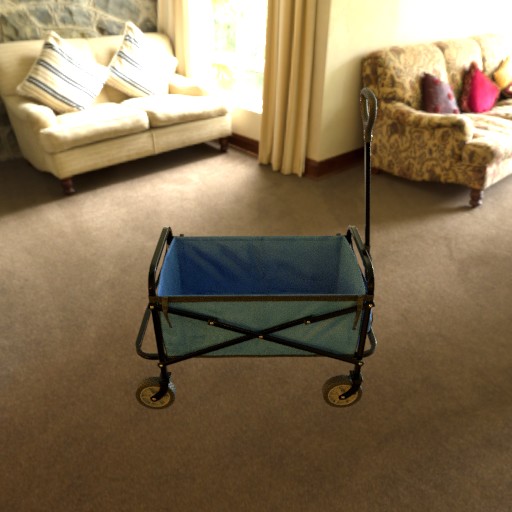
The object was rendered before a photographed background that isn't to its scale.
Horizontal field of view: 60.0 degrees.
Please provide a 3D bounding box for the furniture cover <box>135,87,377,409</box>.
[{"bbox_3d":[0.000,0.000,1.802,1.038,1.295,0.532,0,32,-1],"label":"furniture cover"}]
